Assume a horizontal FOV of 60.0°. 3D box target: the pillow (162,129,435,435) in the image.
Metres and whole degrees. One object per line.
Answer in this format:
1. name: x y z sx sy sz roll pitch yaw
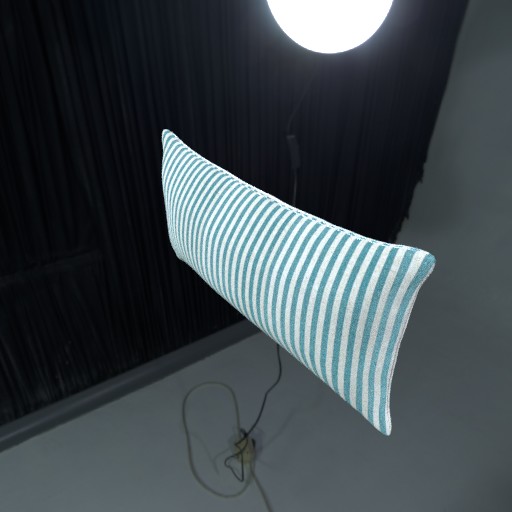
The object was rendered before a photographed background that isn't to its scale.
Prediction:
1. pillow: 0.000 0.000 0.745 0.151 0.295 0.617 -21 37 -31
